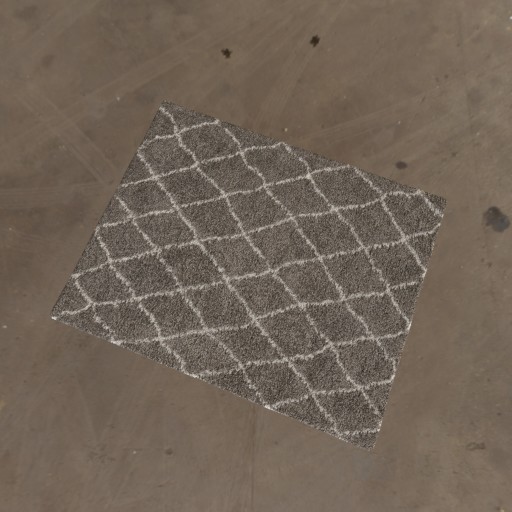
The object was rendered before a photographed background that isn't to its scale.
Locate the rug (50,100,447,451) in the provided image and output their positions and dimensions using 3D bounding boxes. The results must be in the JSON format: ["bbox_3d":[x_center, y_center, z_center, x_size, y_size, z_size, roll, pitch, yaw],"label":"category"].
[{"bbox_3d":[0.000,0.000,4.147,3.047,0.029,2.438,21,75,6],"label":"rug"}]
